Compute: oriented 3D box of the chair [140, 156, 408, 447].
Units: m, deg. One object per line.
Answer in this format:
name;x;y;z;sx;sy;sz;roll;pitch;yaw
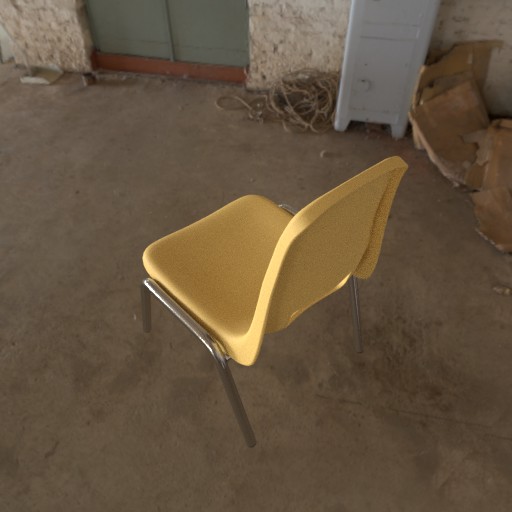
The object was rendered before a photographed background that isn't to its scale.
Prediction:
chair;0.000;0.000;0.799;0.354;0.536;0.385;-31;53;-28
